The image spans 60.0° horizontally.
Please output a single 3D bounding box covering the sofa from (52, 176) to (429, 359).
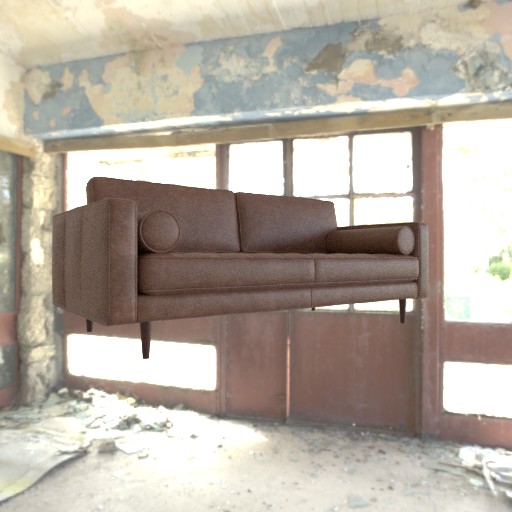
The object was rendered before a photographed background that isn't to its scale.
[{"bbox_3d":[0.000,0.000,2.368,1.870,0.760,0.910,0,0,-36],"label":"sofa"}]
